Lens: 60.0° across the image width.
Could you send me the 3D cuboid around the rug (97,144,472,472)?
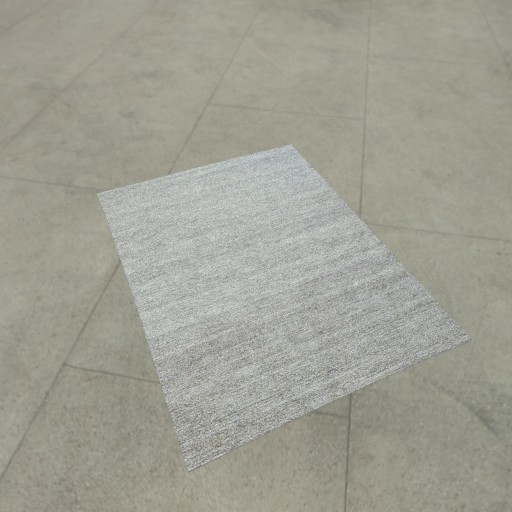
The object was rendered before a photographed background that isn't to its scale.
[{"bbox_3d":[0.000,0.000,4.255,2.434,0.045,3.202,-18,49,-16],"label":"rug"}]
